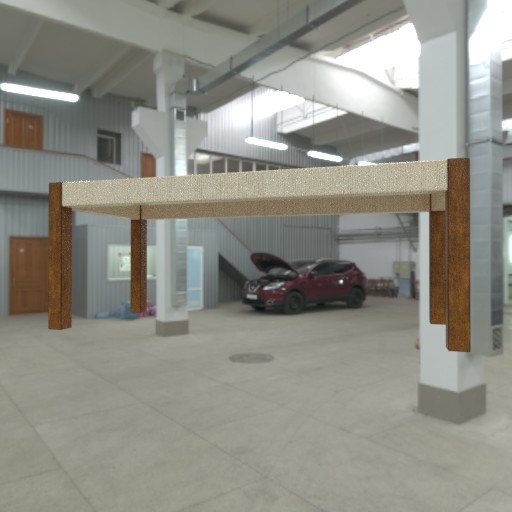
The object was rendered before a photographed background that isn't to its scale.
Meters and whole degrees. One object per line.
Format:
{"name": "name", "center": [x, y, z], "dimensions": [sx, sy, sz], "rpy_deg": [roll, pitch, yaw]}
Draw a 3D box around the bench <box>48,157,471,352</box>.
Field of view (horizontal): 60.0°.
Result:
{"name": "bench", "center": [0.000, 0.000, 1.452], "dimensions": [1.198, 0.457, 0.507], "rpy_deg": [0, 0, 17]}
